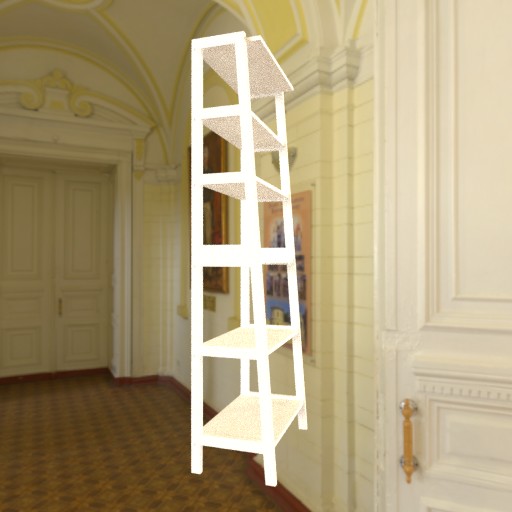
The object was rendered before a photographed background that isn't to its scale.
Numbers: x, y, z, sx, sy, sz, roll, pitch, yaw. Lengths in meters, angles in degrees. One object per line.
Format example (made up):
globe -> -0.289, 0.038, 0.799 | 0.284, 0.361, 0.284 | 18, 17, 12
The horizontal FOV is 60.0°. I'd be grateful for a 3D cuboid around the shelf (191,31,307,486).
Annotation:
shelf -> 0.000, 0.000, 2.188 | 0.381, 1.892, 0.660 | 0, 0, 18
